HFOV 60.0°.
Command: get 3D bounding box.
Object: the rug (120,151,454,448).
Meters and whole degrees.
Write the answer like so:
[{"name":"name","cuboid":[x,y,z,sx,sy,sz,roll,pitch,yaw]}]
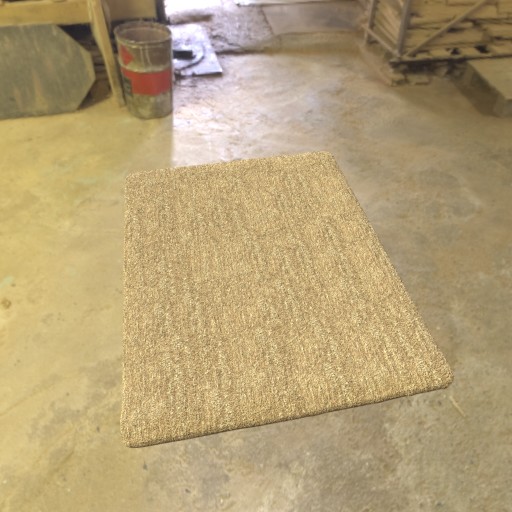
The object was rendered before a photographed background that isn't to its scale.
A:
[{"name":"rug","cuboid":[0.000,0.000,3.786,2.242,0.050,2.873,-8,47,-8]}]
